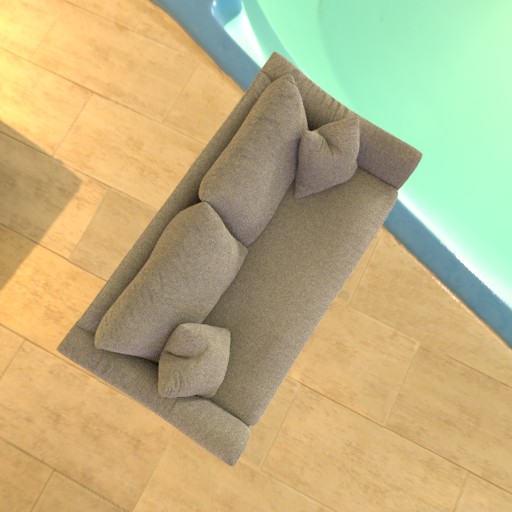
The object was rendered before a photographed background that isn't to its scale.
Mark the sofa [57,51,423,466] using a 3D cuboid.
[{"bbox_3d":[0.000,0.000,2.617,1.072,1.018,2.010,32,79,7],"label":"sofa"}]
